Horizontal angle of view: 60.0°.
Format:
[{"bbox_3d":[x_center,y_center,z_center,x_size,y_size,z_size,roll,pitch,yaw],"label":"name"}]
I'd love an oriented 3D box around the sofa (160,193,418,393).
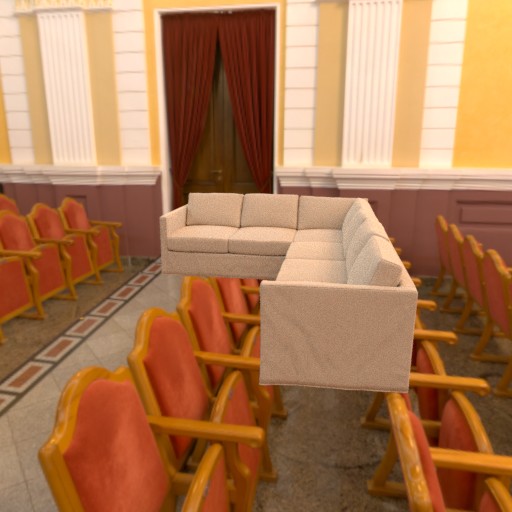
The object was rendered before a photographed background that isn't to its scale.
[{"bbox_3d":[0.000,0.000,4.299,2.432,0.871,3.182,2,15,9],"label":"sofa"}]
